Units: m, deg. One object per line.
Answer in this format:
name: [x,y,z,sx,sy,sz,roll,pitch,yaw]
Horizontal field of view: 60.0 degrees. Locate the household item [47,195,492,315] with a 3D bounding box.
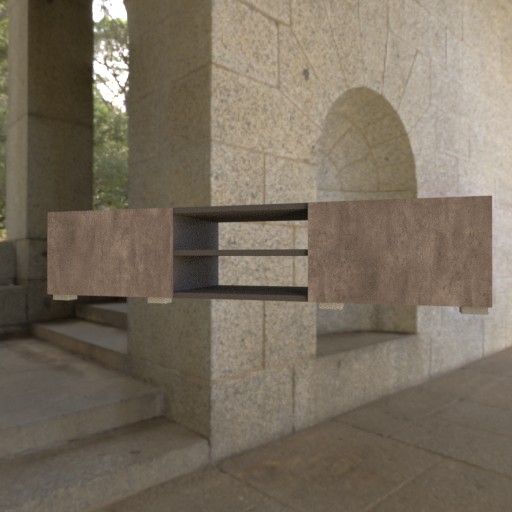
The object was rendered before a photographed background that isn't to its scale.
household item: [0.000,0.000,1.542,1.400,0.310,0.420,0,0,17]
